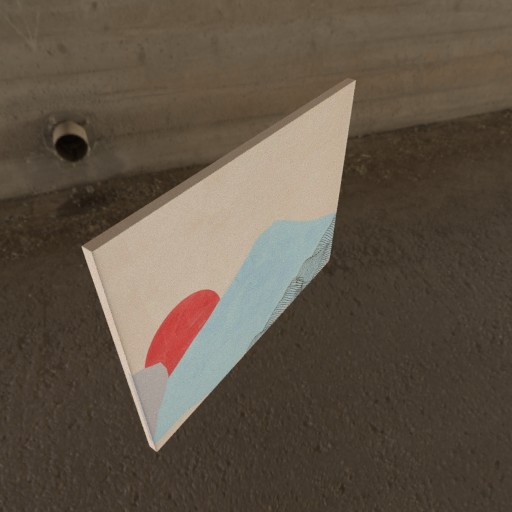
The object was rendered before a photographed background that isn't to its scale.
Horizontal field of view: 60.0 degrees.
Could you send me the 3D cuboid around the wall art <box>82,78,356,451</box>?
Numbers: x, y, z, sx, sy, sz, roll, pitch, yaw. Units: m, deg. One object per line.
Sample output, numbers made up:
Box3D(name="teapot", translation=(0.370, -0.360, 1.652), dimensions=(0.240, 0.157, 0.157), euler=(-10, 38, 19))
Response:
Box3D(name="wall art", translation=(0.000, 0.000, 1.604), dimensions=(0.042, 0.912, 1.219), euler=(26, 48, 26))
